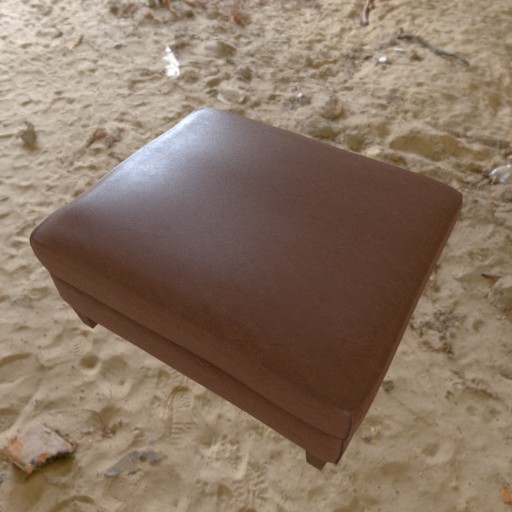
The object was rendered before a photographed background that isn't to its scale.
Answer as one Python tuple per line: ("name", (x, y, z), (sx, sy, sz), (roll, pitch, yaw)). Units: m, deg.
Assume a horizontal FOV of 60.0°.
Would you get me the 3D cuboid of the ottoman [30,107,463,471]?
("ottoman", (0.000, 0.000, 1.393), (0.987, 0.472, 0.836), (25, 52, 21))
